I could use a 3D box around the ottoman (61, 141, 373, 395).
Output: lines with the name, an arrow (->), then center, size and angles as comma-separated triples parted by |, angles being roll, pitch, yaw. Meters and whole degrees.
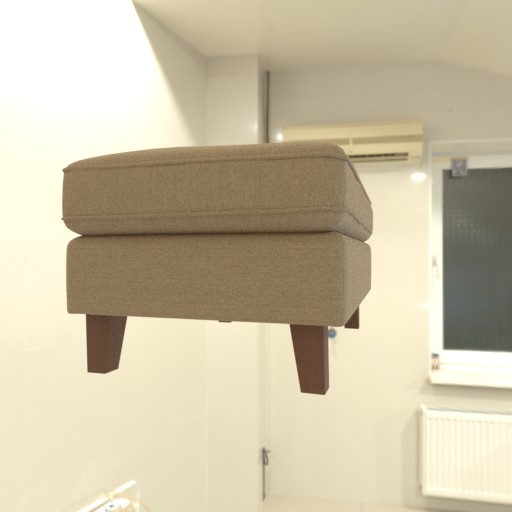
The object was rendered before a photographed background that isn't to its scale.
ottoman -> 0.000, 0.000, 1.304 | 0.636, 0.521, 0.945 | 0, 0, 18
